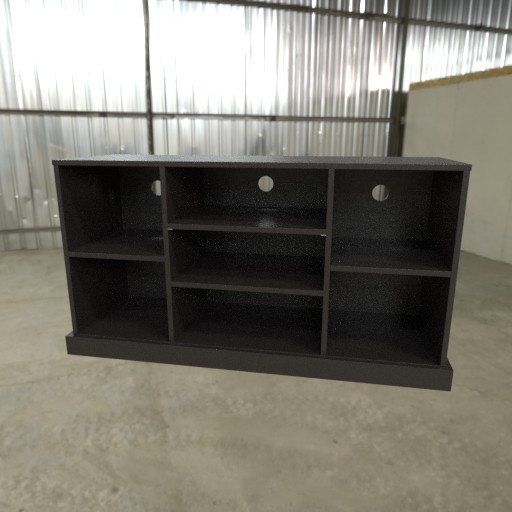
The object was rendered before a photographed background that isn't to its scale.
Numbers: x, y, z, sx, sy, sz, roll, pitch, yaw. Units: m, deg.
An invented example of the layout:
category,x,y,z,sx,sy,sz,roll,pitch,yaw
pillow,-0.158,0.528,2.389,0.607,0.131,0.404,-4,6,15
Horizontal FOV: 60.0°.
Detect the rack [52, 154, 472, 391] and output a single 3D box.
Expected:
category,x,y,z,sx,sy,sz,roll,pitch,yaw
rack,0.000,0.000,1.478,1.206,0.635,0.399,3,16,10
